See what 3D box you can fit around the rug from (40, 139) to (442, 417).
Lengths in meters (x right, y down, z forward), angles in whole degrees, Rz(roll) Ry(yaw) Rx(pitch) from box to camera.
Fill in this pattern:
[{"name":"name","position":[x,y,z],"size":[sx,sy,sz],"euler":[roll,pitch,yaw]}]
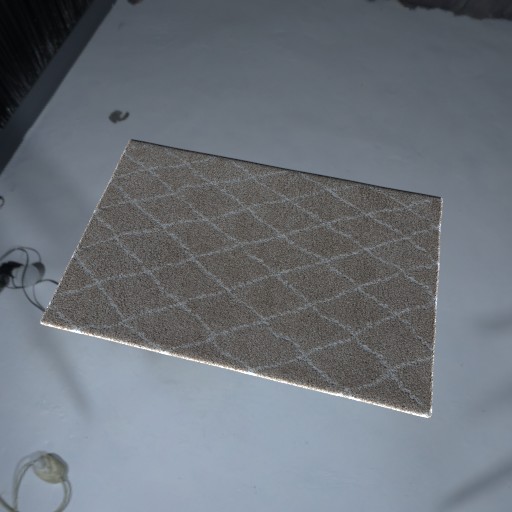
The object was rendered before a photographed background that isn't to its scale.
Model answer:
[{"name":"rug","position":[0.000,0.000,3.408],"size":[2.743,0.030,1.778],"euler":[12,63,6]}]
